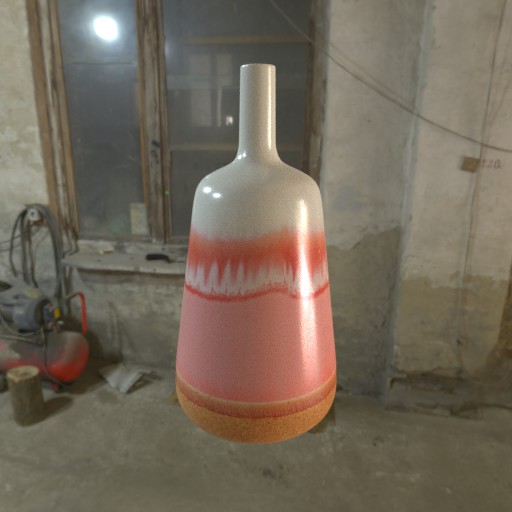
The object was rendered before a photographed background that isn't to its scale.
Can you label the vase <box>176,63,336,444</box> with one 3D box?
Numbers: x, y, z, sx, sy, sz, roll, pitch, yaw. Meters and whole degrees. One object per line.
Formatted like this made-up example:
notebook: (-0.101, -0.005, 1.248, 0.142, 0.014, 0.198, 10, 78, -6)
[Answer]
vase: (0.000, 0.000, 0.373, 0.144, 0.296, 0.144, 0, 16, 0)
